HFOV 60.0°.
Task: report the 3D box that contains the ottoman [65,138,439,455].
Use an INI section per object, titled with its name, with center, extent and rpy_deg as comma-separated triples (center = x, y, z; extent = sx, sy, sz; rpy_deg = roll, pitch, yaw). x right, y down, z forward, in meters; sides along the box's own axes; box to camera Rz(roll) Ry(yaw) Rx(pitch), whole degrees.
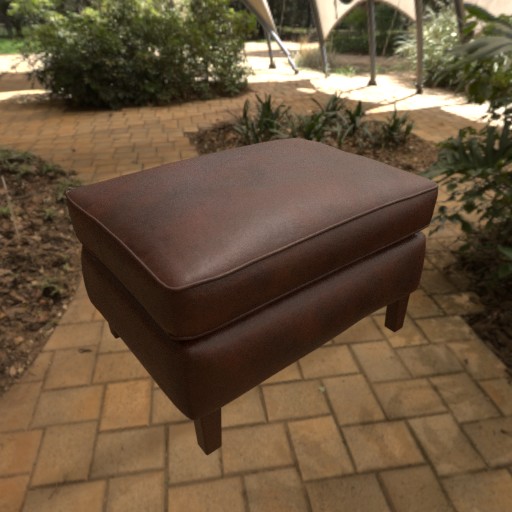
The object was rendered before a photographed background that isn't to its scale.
[ottoman]
center = 0.000, 0.000, 1.000
extent = 0.665, 0.432, 0.501
rpy_deg = -22, 37, -32
